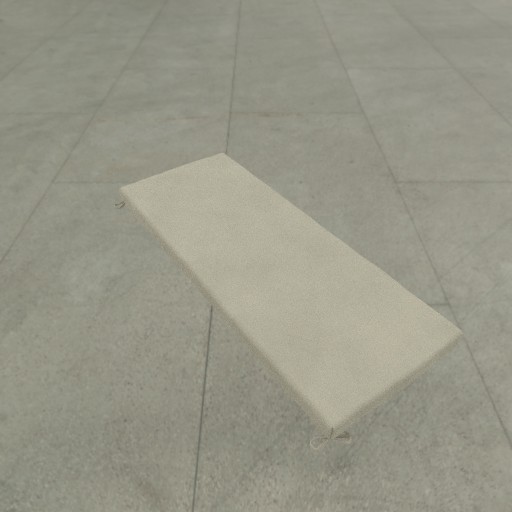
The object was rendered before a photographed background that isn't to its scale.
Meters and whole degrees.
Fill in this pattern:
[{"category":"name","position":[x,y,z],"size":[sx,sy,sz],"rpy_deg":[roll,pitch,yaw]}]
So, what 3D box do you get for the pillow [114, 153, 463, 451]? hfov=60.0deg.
[{"category":"pillow","position":[0.000,0.000,1.379],"size":[0.492,0.081,1.187],"rpy_deg":[-25,48,-26]}]
